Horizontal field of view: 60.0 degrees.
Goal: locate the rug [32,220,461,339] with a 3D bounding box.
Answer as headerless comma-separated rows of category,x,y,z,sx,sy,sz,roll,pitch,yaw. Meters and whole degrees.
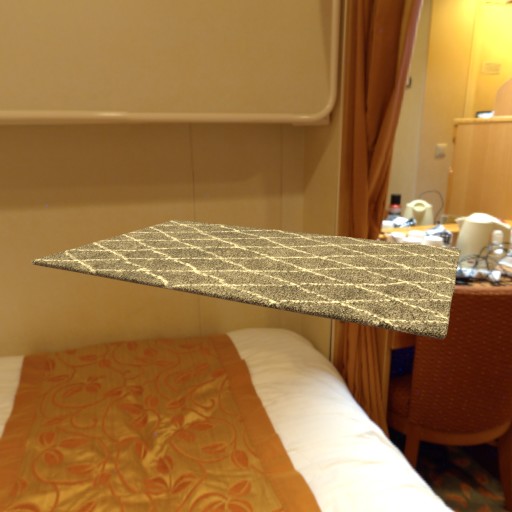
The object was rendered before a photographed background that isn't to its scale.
rug,0.000,0.000,2.948,2.438,0.030,1.524,7,17,25
